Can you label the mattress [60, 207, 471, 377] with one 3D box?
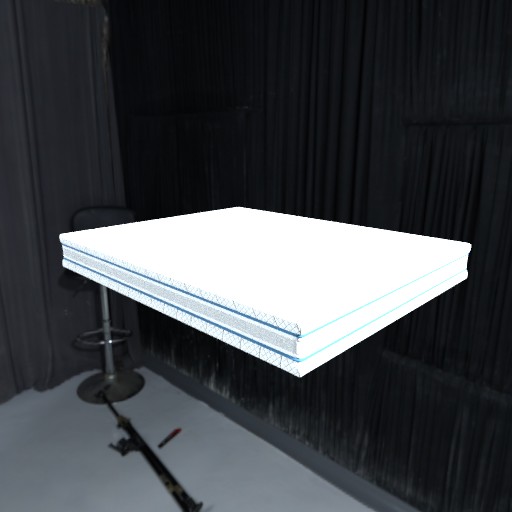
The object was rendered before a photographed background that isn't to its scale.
[{"bbox_3d":[0.000,0.000,2.768,2.000,0.230,1.600,14,21,42],"label":"mattress"}]
